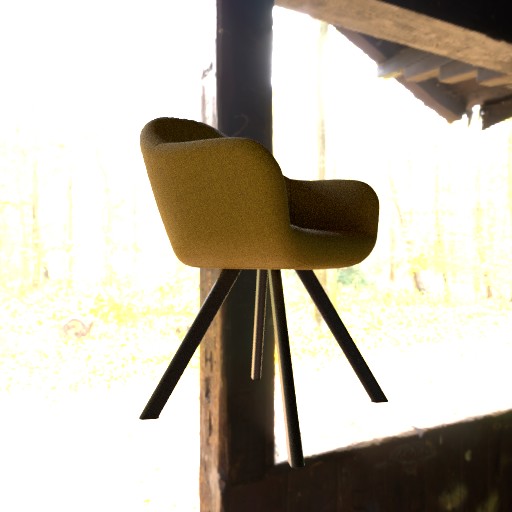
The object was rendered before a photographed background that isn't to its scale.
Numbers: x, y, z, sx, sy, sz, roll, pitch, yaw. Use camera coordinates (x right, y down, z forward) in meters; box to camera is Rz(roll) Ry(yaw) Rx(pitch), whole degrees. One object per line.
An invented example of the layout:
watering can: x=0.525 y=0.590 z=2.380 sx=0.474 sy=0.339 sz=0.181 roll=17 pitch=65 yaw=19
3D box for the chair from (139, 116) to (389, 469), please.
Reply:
chair: x=0.000 y=0.000 z=1.178 sx=0.550 sy=0.795 sz=0.590 roll=0 pitch=-1 yaw=35
